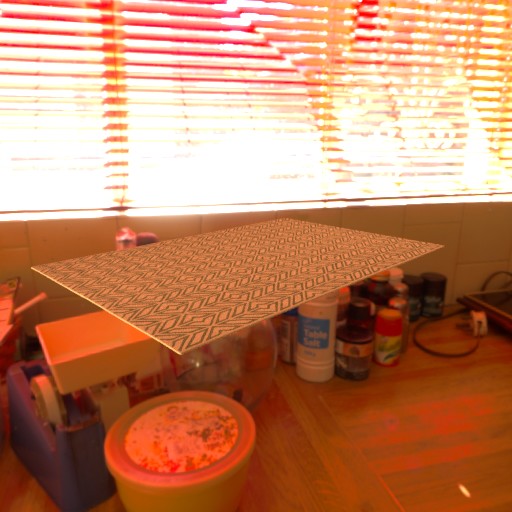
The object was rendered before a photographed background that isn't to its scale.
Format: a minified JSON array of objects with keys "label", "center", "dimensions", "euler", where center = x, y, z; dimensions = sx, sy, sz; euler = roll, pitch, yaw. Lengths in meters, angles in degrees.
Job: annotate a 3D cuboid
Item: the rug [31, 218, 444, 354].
[{"label":"rug","center":[0.000,0.000,2.327],"dimensions":[1.828,0.007,1.220],"euler":[-15,21,-43]}]
